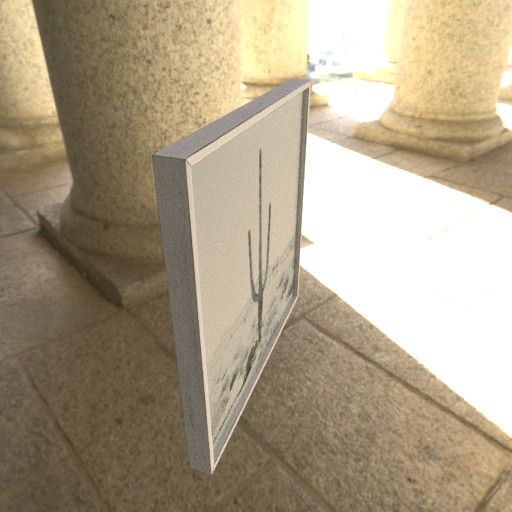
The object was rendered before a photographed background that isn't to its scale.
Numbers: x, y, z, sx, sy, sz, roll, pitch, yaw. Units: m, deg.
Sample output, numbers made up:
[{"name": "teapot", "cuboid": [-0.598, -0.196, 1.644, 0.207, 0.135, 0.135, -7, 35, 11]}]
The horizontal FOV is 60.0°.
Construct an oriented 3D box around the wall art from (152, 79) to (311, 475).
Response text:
[{"name": "wall art", "cuboid": [0.000, 0.000, 0.775, 0.038, 0.508, 0.508, 11, 32, 17]}]
